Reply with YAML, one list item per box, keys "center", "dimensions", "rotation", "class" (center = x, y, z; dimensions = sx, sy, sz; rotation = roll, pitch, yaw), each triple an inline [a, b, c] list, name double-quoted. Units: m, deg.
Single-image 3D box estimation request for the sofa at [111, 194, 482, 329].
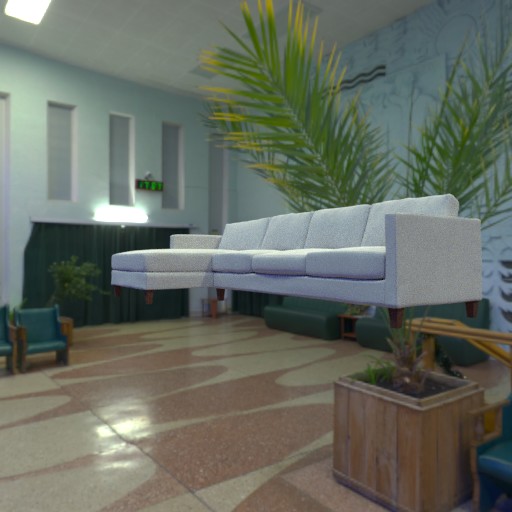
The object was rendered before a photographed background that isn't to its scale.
- center: [0.000, 0.000, 3.912]
  dimensions: [1.625, 0.861, 3.186]
  rotation: [0, 0, -35]
  class: "sofa"
